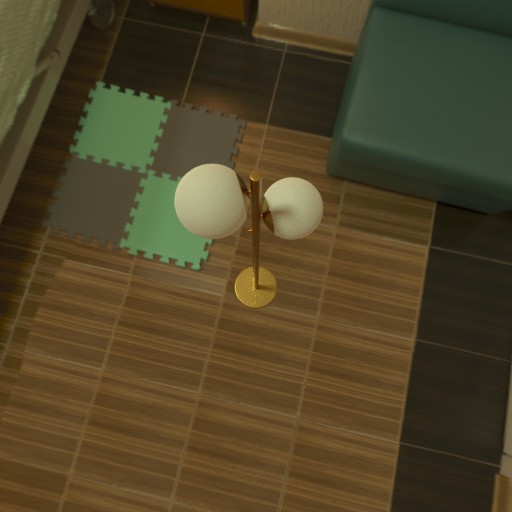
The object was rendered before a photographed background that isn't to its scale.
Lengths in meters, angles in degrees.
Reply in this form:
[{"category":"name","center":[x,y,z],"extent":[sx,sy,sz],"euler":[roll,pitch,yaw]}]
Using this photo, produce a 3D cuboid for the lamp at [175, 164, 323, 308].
[{"category":"lamp","center":[0.000,0.000,1.838],"extent":[0.419,1.641,0.249],"euler":[-15,77,-4]}]
